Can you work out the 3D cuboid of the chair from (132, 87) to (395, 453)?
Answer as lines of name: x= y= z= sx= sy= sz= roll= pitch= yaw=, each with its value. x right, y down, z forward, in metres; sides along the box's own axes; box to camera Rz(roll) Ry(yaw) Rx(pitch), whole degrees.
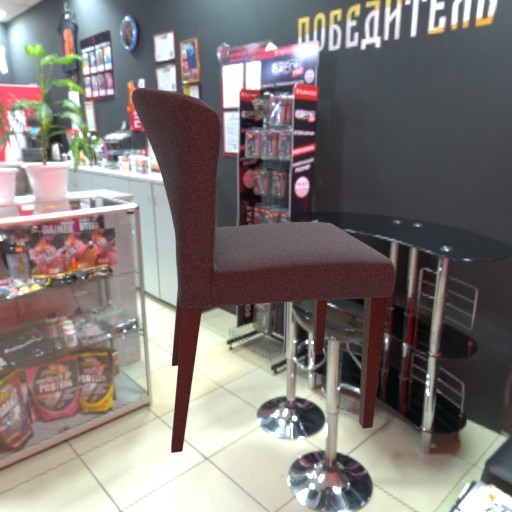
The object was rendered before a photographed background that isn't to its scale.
chair: x=0.000 y=0.000 z=1.202 sx=0.592 sy=0.839 sz=0.491 roll=-3 pitch=16 yaw=-10
